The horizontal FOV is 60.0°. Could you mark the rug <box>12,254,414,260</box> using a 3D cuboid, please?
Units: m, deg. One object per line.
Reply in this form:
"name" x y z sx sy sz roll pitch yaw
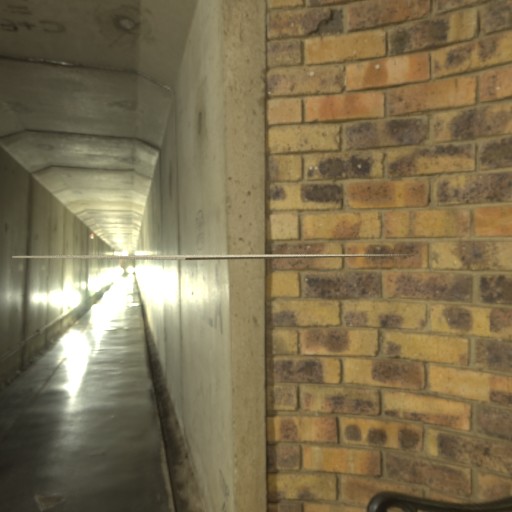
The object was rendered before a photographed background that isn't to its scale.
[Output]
"rug" 0.000 0.000 3.542 1.546 0.011 3.048 0 1 37
